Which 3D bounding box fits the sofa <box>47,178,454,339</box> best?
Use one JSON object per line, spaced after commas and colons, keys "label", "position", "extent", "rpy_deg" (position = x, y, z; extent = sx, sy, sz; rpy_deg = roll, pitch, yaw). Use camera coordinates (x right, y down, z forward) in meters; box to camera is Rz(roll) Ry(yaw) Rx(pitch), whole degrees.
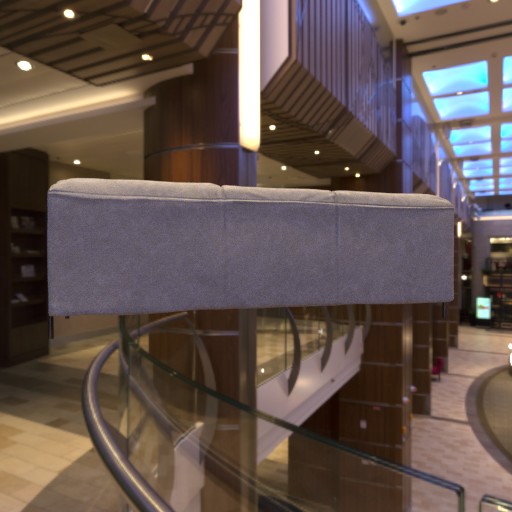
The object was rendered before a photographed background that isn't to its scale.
{"label": "sofa", "position": [0.000, 0.000, 2.694], "extent": [2.238, 0.758, 0.899], "rpy_deg": [0, 0, -17]}
